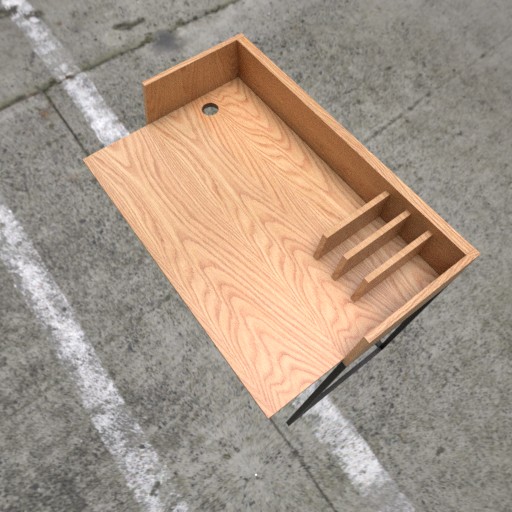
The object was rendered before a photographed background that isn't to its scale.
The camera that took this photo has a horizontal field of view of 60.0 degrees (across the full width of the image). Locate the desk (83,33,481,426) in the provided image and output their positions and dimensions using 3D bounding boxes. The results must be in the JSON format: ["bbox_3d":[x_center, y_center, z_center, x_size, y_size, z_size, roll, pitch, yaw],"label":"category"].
[{"bbox_3d":[0.000,0.000,1.880,0.769,1.061,1.191,-34,68,-15],"label":"desk"}]
